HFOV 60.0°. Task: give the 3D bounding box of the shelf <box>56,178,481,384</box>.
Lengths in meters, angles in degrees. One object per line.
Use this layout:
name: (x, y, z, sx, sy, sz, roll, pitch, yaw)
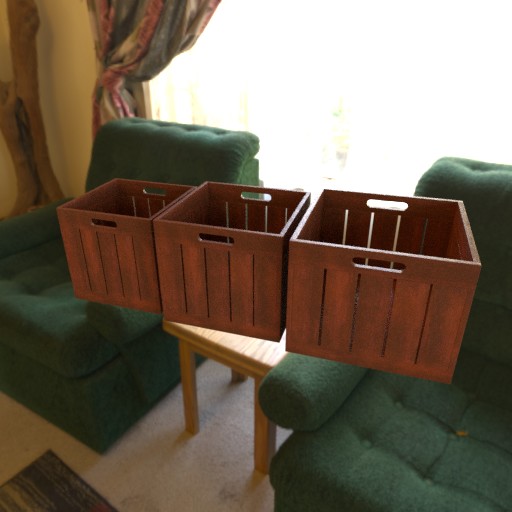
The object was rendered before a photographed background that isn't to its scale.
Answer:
shelf: (0.000, 0.000, 1.261, 1.064, 0.311, 0.393, 8, 28, 16)
